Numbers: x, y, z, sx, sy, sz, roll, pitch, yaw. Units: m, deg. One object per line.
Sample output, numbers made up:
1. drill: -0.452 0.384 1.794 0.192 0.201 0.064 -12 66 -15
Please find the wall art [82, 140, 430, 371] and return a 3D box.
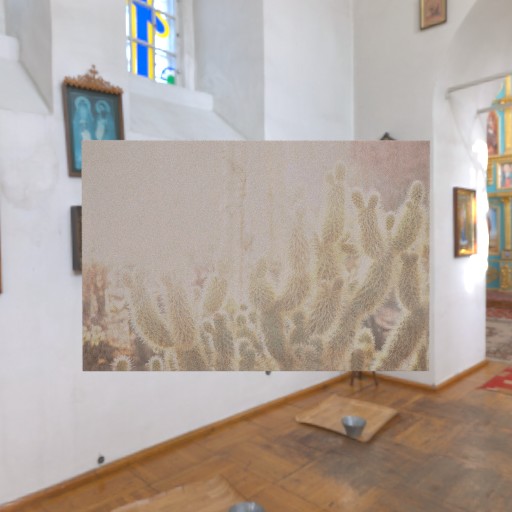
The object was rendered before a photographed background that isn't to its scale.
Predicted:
1. wall art: 0.000 0.000 1.185 0.916 0.608 0.040 0 1 0
